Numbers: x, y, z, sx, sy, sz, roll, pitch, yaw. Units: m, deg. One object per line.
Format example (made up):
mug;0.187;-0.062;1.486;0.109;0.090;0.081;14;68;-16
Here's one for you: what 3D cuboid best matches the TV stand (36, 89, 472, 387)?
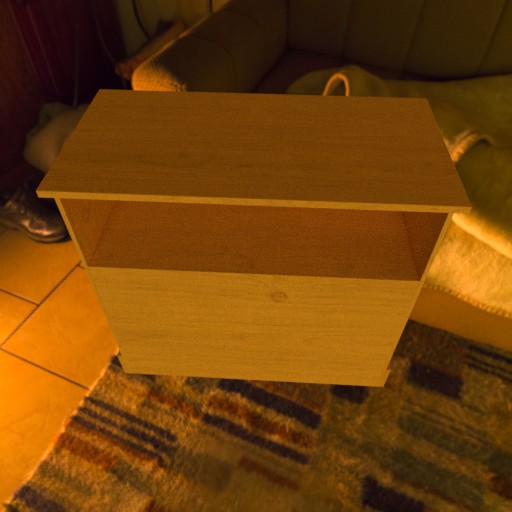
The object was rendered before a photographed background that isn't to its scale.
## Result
TV stand;0.000;0.000;1.297;0.851;0.787;0.430;2;47;2
